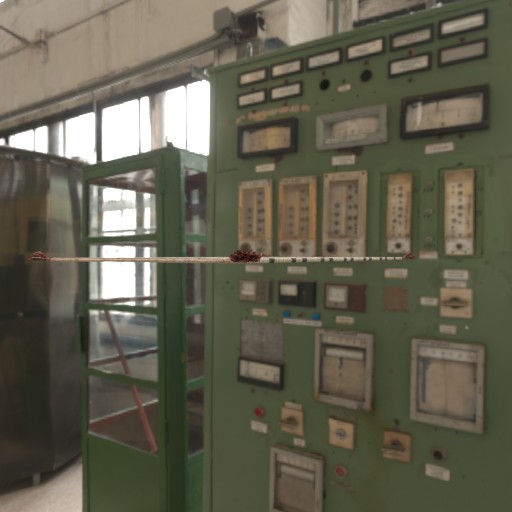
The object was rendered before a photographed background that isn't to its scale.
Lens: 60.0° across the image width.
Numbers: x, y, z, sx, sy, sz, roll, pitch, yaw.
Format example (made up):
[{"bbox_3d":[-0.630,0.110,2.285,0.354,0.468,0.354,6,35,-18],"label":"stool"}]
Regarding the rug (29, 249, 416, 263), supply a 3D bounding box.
[{"bbox_3d":[0.000,0.000,3.393,1.741,0.066,2.672,0,0,34],"label":"rug"}]
